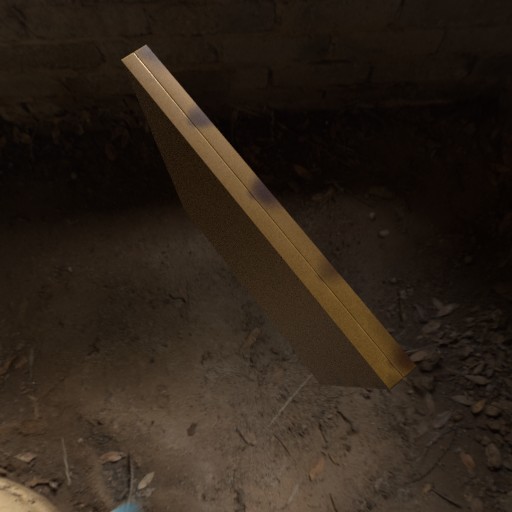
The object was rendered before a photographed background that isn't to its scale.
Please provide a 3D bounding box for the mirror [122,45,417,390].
[{"bbox_3d":[0.000,0.000,0.757,0.042,0.507,0.509,-37,77,-9],"label":"mirror"}]
